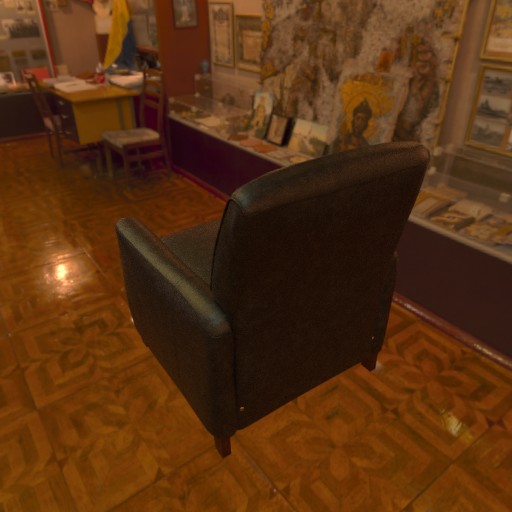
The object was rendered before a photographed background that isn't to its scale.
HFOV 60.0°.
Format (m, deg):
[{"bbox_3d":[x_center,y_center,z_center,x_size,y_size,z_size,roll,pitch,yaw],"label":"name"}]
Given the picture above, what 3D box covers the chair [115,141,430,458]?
[{"bbox_3d":[0.000,0.000,1.671,0.848,1.014,0.864,-19,36,-29],"label":"chair"}]
